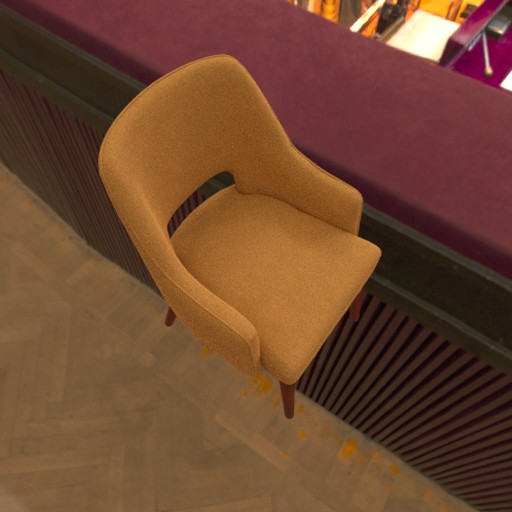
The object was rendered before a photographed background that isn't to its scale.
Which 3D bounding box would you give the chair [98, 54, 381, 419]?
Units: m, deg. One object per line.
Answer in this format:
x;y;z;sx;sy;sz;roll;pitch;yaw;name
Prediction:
0.000;0.000;1.234;0.605;0.849;0.548;32;64;18;chair
